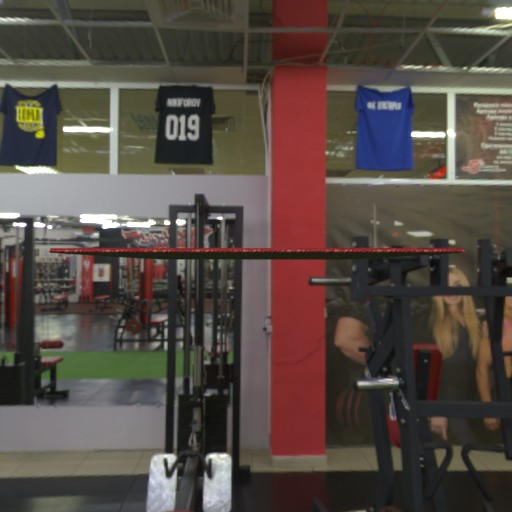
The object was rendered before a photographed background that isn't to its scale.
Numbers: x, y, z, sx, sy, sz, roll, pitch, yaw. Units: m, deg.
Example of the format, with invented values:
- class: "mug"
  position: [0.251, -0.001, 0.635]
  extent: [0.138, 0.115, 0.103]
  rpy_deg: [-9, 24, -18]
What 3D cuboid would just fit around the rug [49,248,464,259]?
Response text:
- class: "rug"
  position: [0.000, 0.000, 3.904]
  extent: [2.340, 0.028, 2.905]
  rpy_deg: [0, -1, 0]
